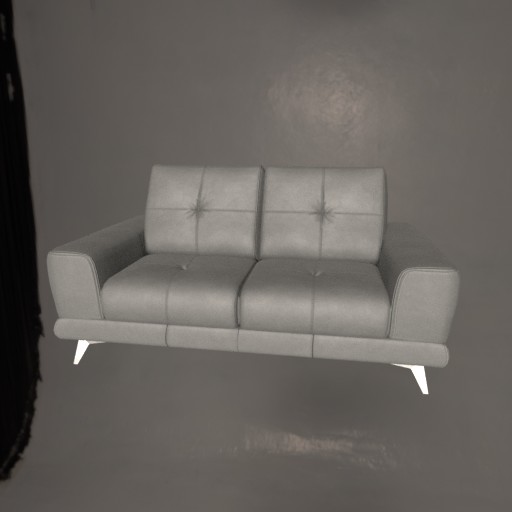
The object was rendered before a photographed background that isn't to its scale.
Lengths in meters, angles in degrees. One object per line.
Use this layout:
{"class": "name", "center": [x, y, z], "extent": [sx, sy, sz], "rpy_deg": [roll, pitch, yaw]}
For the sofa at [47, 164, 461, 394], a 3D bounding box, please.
{"class": "sofa", "center": [0.000, 0.000, 2.331], "extent": [1.806, 0.907, 1.018], "rpy_deg": [2, 15, 9]}
